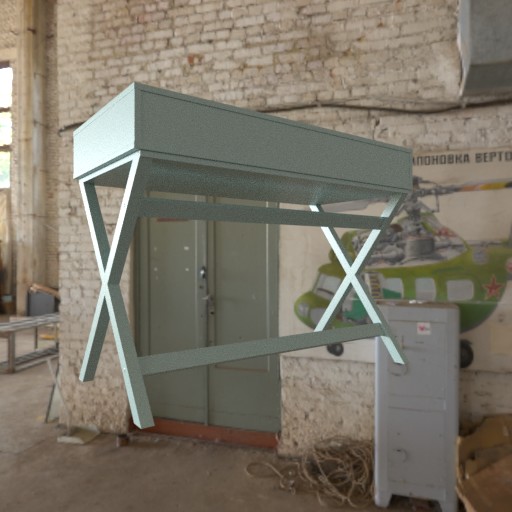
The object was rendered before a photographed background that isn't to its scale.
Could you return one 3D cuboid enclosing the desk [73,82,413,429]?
[{"bbox_3d":[0.000,0.000,1.509,1.059,0.780,0.509,0,0,-37],"label":"desk"}]
